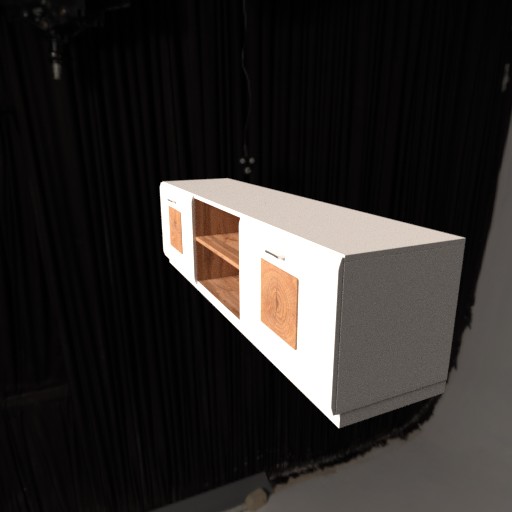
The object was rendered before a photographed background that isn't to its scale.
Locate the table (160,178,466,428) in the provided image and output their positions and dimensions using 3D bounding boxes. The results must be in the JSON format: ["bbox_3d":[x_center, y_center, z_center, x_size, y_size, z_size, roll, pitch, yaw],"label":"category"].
[{"bbox_3d":[0.000,0.000,1.737,0.400,0.440,1.550,-7,17,-25],"label":"table"}]
